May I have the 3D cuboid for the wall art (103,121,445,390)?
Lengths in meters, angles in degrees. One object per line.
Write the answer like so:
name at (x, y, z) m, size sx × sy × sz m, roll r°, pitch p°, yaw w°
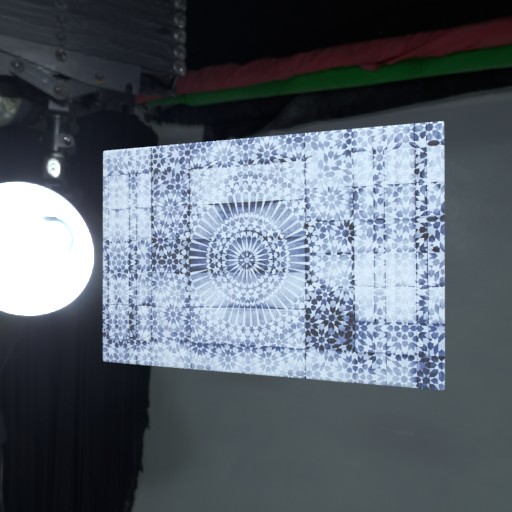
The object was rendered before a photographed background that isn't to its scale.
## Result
wall art at (0.000, 0.000, 1.165) m, size 0.911 × 0.608 × 0.057 m, roll 0°, pitch 0°, yaw 18°
